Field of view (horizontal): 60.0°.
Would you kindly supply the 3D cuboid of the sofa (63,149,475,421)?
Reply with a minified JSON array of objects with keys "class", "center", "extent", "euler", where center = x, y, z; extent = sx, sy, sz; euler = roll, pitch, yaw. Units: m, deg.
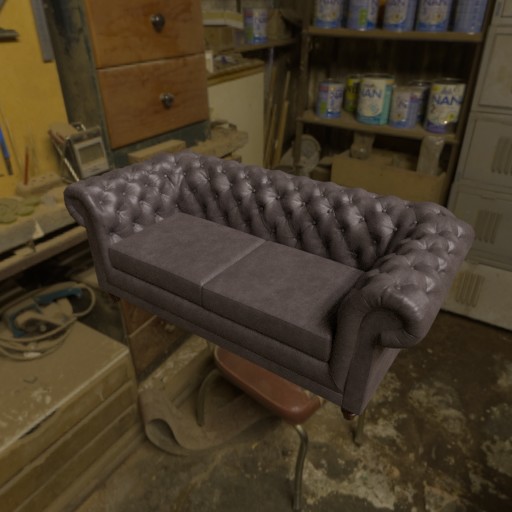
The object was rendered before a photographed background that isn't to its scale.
[{"class":"sofa","center":[0.000,0.000,2.473],"extent":[2.048,0.779,0.944],"euler":[19,35,30]}]
